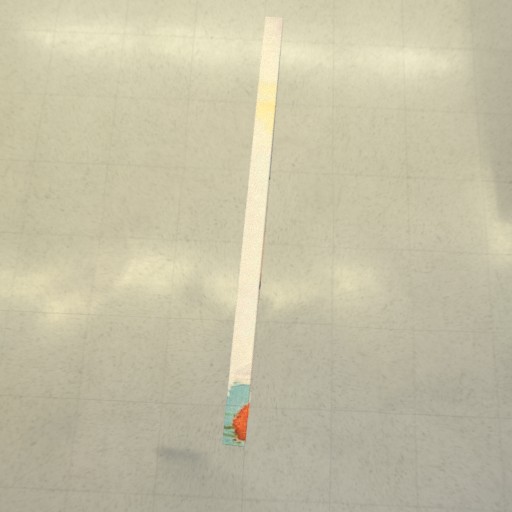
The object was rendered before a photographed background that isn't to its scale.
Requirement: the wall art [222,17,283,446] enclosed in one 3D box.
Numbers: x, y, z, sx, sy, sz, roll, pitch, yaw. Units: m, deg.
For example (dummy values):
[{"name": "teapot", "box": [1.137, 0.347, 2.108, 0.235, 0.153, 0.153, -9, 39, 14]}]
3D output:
[{"name": "wall art", "box": [0.000, 0.000, 1.206, 0.037, 0.814, 0.814, 5, 78, 1]}]
